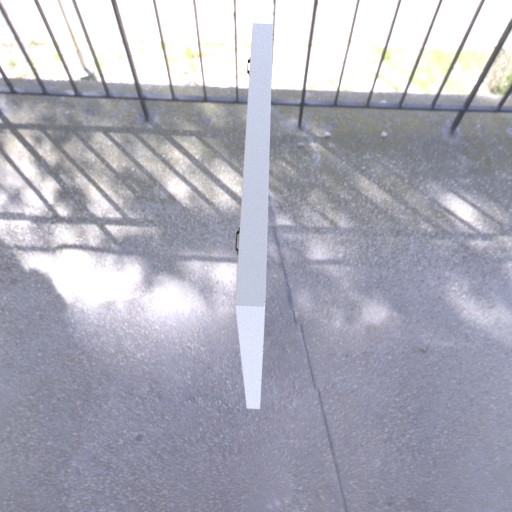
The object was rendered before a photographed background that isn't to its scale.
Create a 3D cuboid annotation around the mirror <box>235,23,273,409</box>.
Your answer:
[{"bbox_3d":[0.000,0.000,0.937,0.039,0.710,0.507,2,62,1],"label":"mirror"}]
